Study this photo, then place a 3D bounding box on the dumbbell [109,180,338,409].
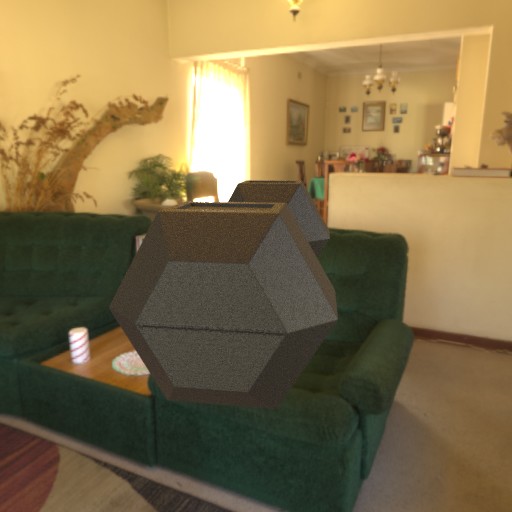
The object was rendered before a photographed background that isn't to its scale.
[{"bbox_3d":[0.000,0.000,0.344,0.116,0.101,0.297,2,13,8],"label":"dumbbell"}]
